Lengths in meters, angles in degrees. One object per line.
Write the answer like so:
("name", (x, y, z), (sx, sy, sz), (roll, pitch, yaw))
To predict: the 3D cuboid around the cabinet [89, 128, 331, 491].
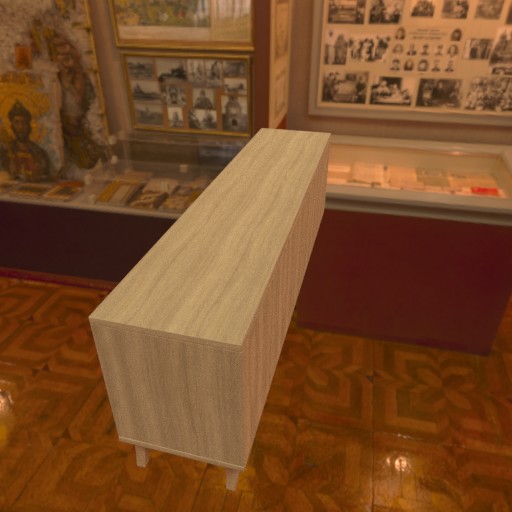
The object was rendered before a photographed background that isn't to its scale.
("cabinet", (0.000, 0.000, 2.432), (0.499, 0.779, 2.198), (8, 32, 13))
